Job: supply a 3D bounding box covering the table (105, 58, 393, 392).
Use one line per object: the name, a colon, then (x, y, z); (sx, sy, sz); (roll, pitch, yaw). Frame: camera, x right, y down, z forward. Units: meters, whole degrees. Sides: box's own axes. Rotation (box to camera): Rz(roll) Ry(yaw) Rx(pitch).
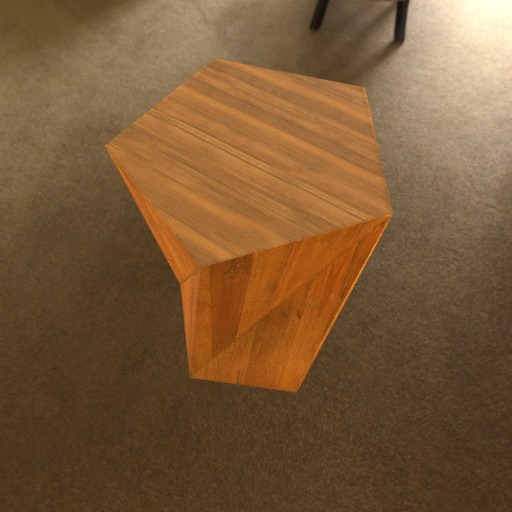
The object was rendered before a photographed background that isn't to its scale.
table: (0.000, 0.000, 0.902); (0.441, 0.604, 0.425); (-30, 62, -18)
